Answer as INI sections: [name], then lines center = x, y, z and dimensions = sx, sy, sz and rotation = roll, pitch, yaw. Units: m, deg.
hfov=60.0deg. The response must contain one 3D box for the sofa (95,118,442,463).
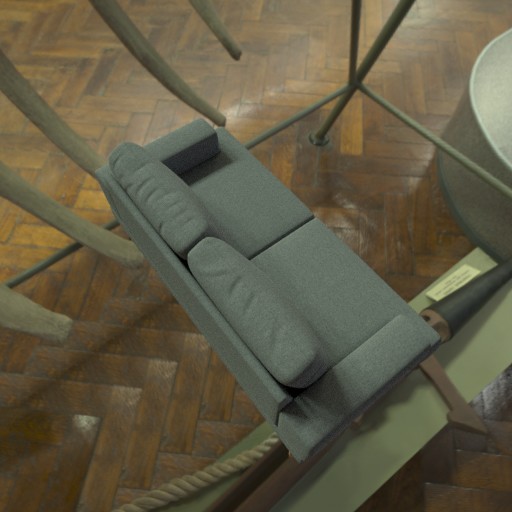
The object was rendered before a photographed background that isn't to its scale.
[sofa]
center = 0.000, 0.000, 2.091
dimensions = 0.785, 0.810, 1.650
rotation = -33, 64, -18
